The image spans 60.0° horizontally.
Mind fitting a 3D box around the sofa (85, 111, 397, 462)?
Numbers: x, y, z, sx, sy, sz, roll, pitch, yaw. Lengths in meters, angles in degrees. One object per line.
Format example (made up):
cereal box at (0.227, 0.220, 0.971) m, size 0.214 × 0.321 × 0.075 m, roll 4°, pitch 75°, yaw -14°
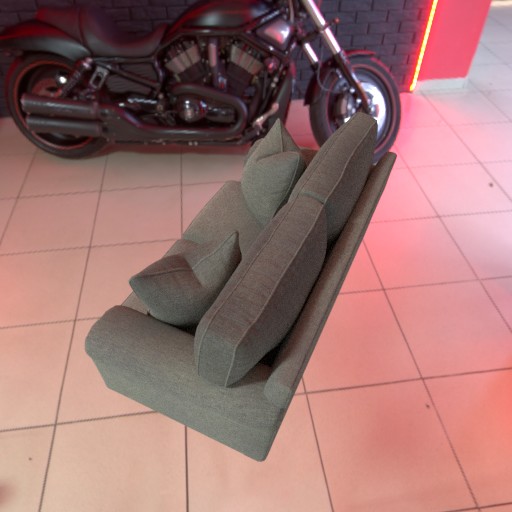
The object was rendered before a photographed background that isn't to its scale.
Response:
sofa at (0.000, 0.000, 2.242) m, size 0.966 × 0.966 × 1.701 m, roll 19°, pitch 48°, yaw 17°
